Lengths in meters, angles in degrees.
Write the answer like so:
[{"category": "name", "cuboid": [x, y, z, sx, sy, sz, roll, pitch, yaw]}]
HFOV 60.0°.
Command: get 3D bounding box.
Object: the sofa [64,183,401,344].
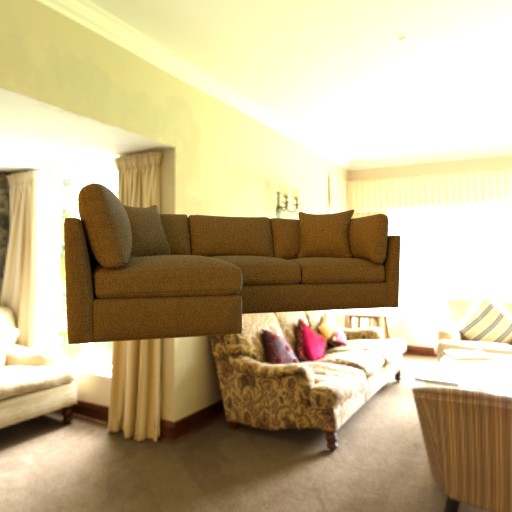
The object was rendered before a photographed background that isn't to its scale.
[{"category": "sofa", "cuboid": [0.000, 0.000, 3.794, 2.896, 0.978, 1.994, 0, 0, -19]}]
